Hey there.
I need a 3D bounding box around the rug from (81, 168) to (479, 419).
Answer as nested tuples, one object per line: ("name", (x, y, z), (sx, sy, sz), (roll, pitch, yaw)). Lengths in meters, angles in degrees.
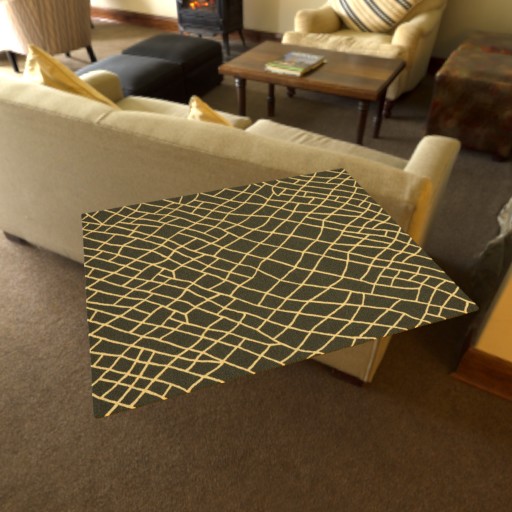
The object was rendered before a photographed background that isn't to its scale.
("rug", (0.000, 0.000, 4.126), (3.047, 0.022, 2.439), (-12, 42, -14))
